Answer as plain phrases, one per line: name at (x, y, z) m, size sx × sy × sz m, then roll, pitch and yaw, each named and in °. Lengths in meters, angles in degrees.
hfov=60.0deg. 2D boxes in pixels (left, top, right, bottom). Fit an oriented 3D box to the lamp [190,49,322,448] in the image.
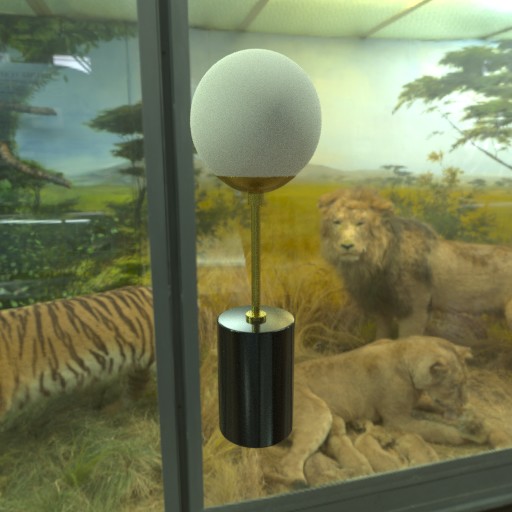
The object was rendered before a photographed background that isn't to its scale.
lamp at (0.000, 0.000, 0.559) m, size 0.153 × 0.480 × 0.153 m, roll 0°, pitch 13°, yaw 0°
